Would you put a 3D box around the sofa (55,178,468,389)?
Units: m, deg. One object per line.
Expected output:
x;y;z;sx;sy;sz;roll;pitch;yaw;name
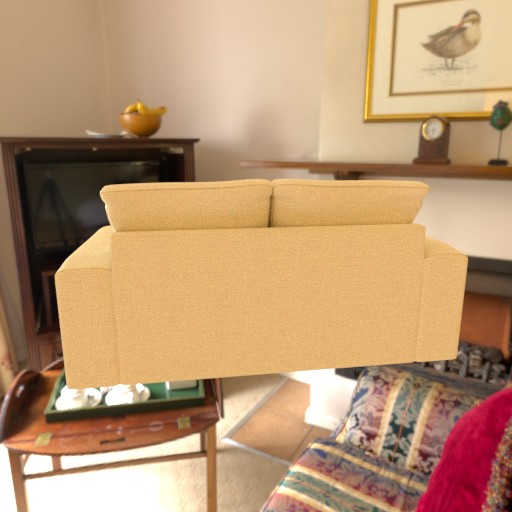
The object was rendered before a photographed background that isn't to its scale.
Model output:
0.000;0.000;2.386;1.754;0.875;1.091;-2;14;-9;sofa
